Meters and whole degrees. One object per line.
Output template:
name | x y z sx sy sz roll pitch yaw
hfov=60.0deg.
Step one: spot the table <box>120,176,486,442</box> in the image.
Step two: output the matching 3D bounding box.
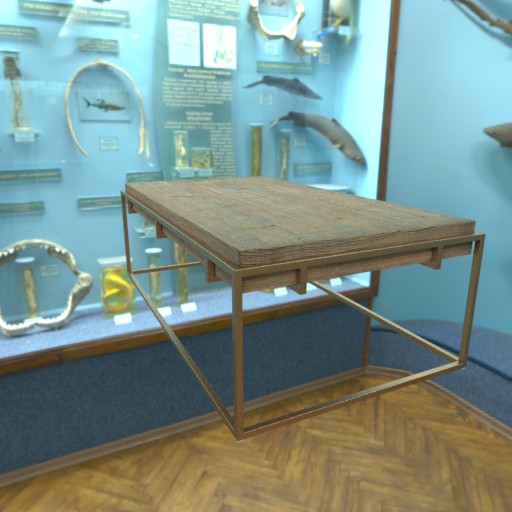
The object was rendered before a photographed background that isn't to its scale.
table | 0.000 0.000 1.747 0.775 0.468 1.387 -8 18 -25
